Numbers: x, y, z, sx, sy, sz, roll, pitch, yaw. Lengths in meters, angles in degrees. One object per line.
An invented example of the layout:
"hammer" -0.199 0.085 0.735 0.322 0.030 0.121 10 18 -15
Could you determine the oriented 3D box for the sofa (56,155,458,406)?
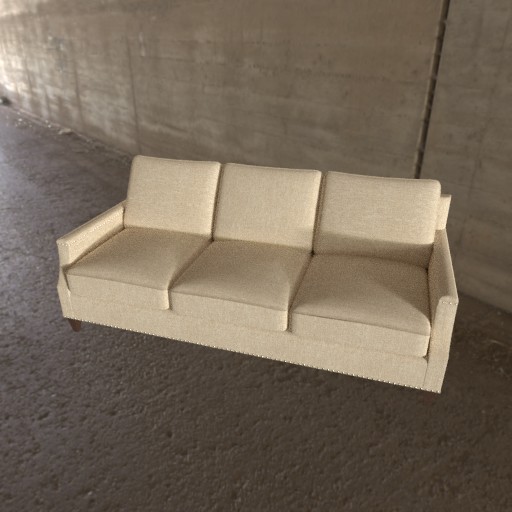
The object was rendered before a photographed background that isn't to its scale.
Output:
"sofa" 0.000 0.000 2.738 2.210 0.940 1.041 8 28 15
